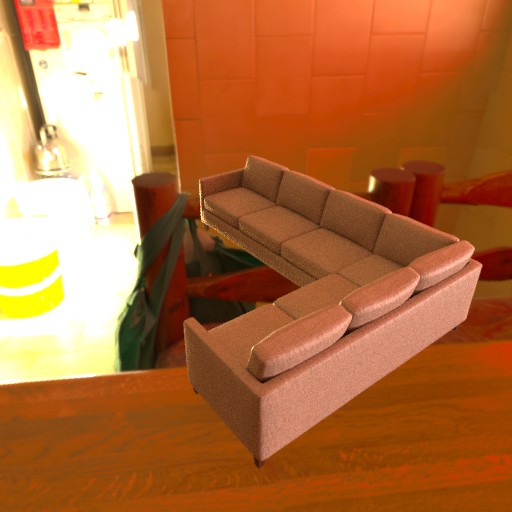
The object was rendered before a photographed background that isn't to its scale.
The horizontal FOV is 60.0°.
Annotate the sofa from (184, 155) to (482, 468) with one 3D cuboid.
[{"bbox_3d":[0.000,0.000,4.463,2.522,0.934,3.333,-21,37,-31],"label":"sofa"}]
